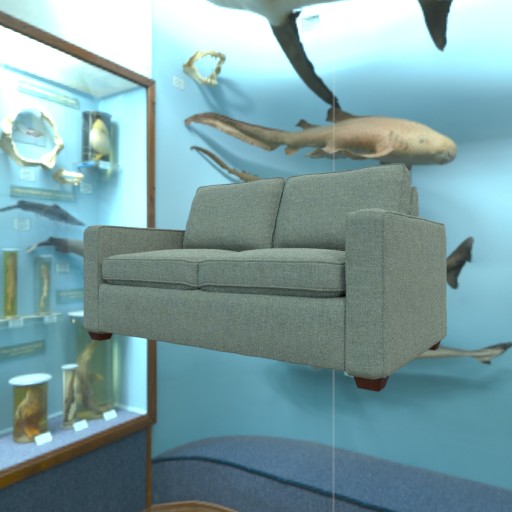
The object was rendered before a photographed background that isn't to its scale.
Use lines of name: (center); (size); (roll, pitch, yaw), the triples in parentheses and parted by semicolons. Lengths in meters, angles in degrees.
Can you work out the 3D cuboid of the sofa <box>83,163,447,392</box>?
sofa: (0.000, 0.000, 2.309); (1.706, 0.915, 0.945); (0, 0, 35)
